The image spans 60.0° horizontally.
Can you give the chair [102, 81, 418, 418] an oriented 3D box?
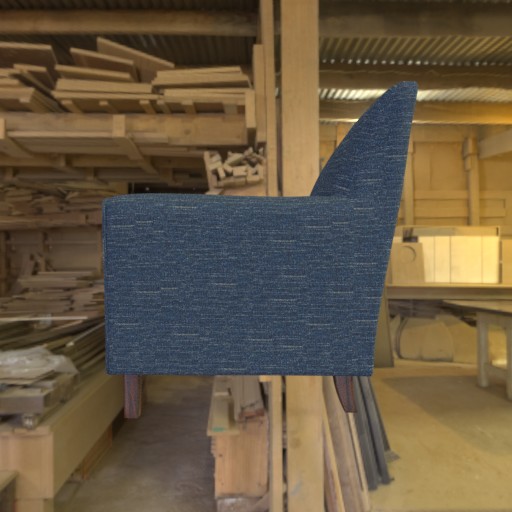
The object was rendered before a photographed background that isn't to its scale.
[{"bbox_3d":[0.000,0.000,1.595,0.873,0.928,0.864,0,-1,1],"label":"chair"}]
